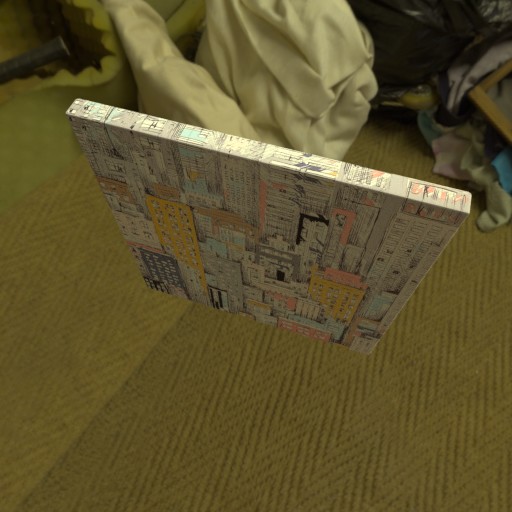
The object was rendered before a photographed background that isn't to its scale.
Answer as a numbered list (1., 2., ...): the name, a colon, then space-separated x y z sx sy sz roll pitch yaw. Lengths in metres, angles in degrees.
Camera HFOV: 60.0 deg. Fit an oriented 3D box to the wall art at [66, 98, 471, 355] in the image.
1. wall art: 0.000 0.000 0.903 0.607 0.608 0.038 16 61 9
